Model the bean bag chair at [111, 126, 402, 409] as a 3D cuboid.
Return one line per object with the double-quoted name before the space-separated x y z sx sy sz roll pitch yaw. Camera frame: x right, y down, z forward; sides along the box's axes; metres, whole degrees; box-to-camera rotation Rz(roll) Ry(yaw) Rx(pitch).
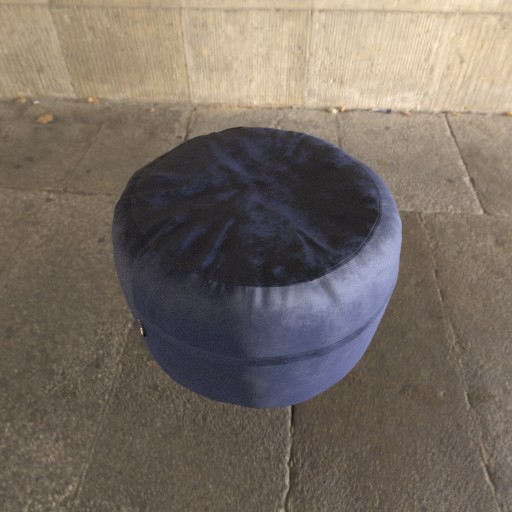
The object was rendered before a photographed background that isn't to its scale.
"bean bag chair" 0.000 0.000 2.018 1.219 0.762 1.219 0 46 0
